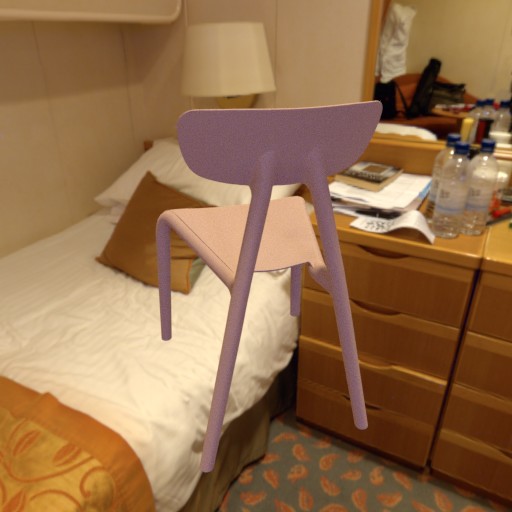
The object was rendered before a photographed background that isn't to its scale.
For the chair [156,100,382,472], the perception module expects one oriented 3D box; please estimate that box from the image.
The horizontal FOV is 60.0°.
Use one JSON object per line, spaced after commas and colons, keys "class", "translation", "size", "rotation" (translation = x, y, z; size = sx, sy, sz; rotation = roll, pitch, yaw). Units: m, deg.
{"class": "chair", "translation": [0.000, 0.000, 0.823], "size": [0.356, 0.580, 0.401], "rotation": [-8, 28, -16]}
